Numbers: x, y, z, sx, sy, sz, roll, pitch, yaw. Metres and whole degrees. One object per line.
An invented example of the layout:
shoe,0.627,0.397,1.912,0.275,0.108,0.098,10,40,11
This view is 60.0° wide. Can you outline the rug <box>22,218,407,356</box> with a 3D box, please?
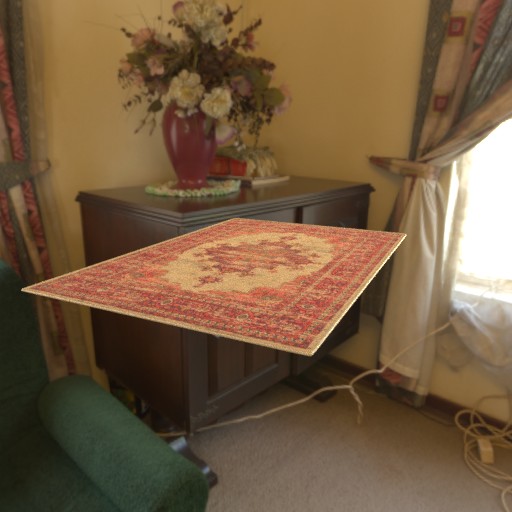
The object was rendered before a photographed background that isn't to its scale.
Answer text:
rug,0.000,0.000,2.873,1.555,0.011,2.232,7,17,25
